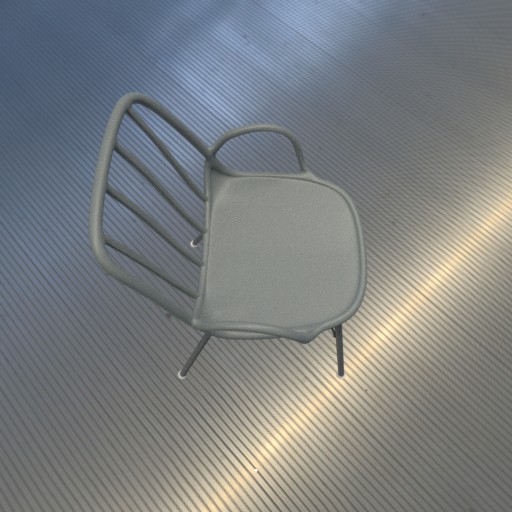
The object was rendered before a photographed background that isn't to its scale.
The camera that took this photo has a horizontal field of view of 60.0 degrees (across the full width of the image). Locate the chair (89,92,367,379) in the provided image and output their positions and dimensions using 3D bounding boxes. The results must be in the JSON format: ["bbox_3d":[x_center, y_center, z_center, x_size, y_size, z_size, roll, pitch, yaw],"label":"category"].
[{"bbox_3d":[0.000,0.000,1.191,0.597,0.816,0.549,1,64,1],"label":"chair"}]
